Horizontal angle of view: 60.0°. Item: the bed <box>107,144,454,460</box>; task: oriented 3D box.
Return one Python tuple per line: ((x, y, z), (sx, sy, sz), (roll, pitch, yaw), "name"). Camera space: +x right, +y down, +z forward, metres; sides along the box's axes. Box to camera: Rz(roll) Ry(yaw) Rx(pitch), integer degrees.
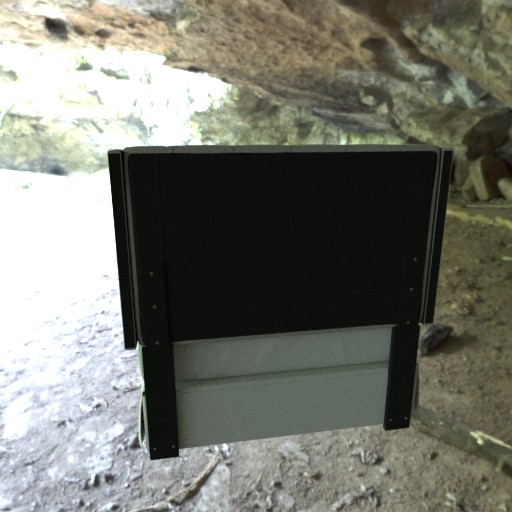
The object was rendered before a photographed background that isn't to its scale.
((0.000, 0.000, 3.300), (1.719, 1.665, 2.066), (-3, 16, -10), "bed")
